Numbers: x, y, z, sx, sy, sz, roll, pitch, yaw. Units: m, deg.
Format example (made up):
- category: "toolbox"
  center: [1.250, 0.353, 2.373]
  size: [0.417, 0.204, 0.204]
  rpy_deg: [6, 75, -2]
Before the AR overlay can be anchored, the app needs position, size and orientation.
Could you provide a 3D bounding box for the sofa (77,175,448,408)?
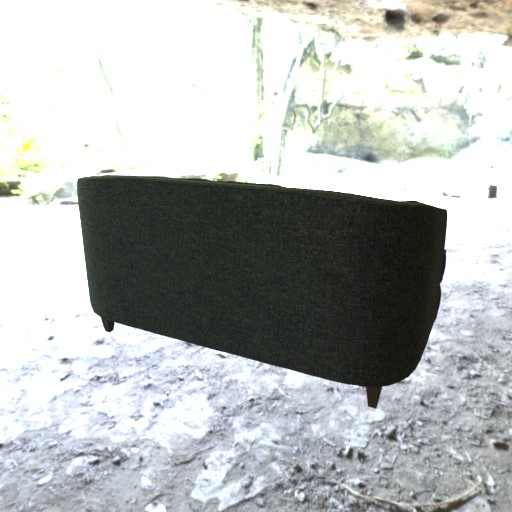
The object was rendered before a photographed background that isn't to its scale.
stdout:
- category: "sofa"
  center: [0.000, 0.000, 2.253]
  size: [1.733, 0.855, 0.941]
  rpy_deg: [9, 19, 26]
